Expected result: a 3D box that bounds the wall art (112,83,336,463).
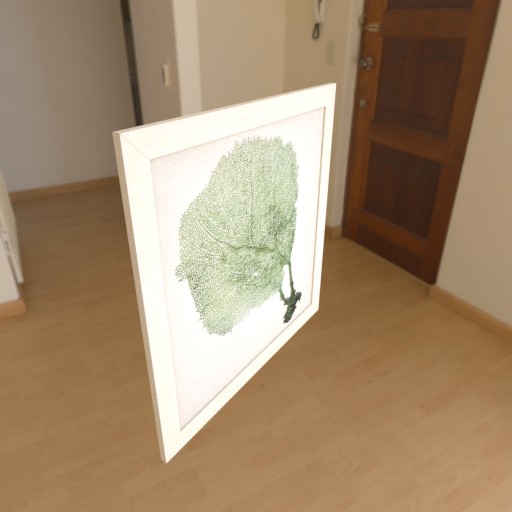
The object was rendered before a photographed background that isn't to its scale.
[{"bbox_3d":[0.000,0.000,0.877,0.013,0.584,0.584,18,33,30],"label":"wall art"}]
